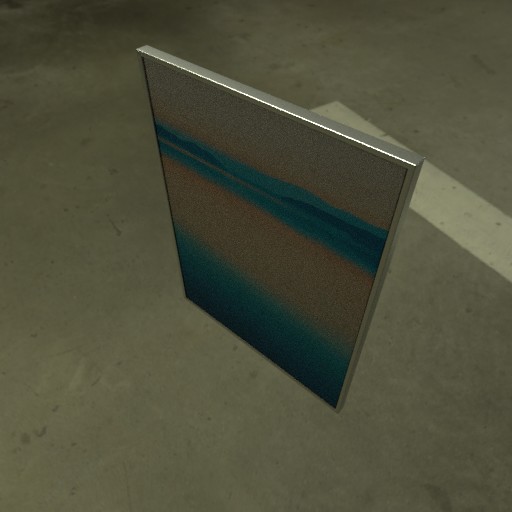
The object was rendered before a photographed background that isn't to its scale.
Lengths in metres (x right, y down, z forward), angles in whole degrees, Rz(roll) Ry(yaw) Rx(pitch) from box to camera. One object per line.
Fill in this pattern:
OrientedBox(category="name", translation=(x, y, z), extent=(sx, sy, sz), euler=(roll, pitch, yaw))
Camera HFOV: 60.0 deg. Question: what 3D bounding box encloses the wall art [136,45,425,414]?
OrientedBox(category="wall art", translation=(0.000, 0.000, 1.381), extent=(0.801, 1.062, 0.037), euler=(32, 54, 27))
